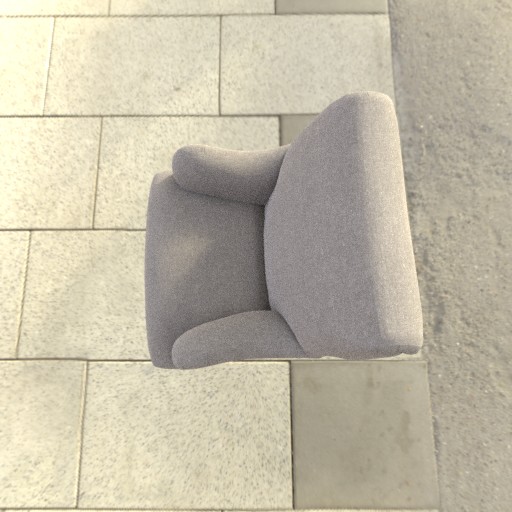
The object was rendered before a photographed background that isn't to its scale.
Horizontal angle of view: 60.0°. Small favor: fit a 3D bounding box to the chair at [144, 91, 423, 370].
[{"bbox_3d":[0.000,0.000,1.589,0.843,0.942,0.766,-2,77,-1],"label":"chair"}]
